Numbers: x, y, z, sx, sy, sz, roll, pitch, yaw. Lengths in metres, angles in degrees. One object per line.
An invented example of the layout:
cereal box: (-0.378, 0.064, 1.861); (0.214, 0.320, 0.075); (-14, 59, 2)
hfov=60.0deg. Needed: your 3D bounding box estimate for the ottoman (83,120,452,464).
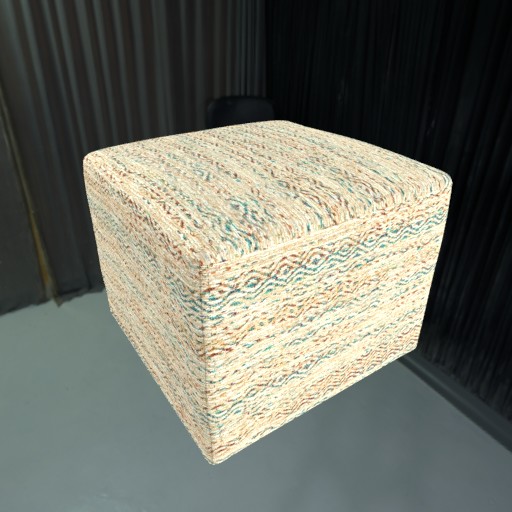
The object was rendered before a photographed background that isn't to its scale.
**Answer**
ottoman: (0.000, 0.000, 0.919); (0.521, 0.453, 0.512); (-19, 35, -29)
